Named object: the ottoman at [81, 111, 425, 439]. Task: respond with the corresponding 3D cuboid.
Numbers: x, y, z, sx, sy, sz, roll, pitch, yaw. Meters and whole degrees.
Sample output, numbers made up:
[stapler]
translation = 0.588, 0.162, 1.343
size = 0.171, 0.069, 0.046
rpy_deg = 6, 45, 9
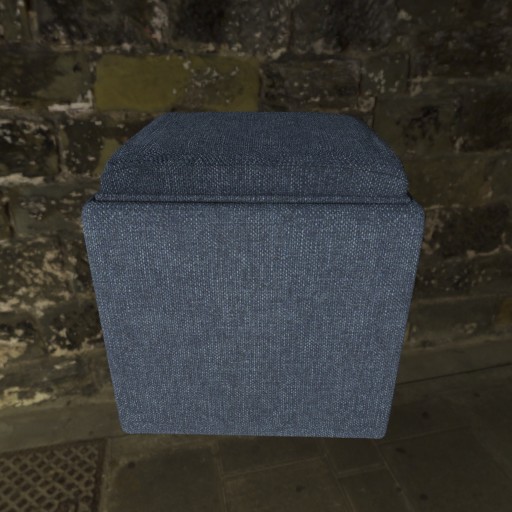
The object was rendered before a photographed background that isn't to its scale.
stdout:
[ottoman]
translation = 0.000, 0.000, 0.839
size = 0.454, 0.493, 0.436
rpy_deg = 1, 27, 1
